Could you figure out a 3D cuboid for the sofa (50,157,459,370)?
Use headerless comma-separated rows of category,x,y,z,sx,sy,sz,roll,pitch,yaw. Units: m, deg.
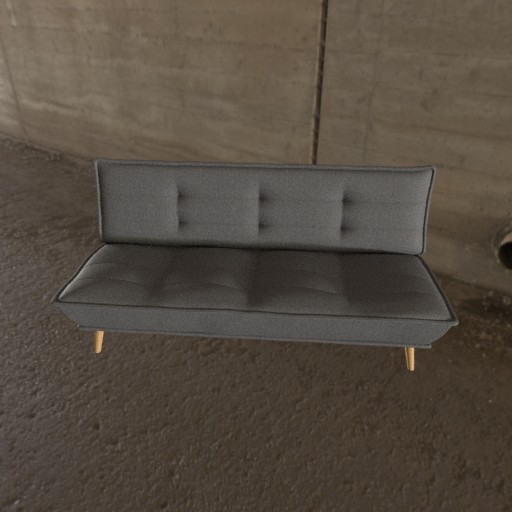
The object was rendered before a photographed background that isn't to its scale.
sofa,0.000,0.000,2.458,1.940,0.890,0.950,2,30,4
